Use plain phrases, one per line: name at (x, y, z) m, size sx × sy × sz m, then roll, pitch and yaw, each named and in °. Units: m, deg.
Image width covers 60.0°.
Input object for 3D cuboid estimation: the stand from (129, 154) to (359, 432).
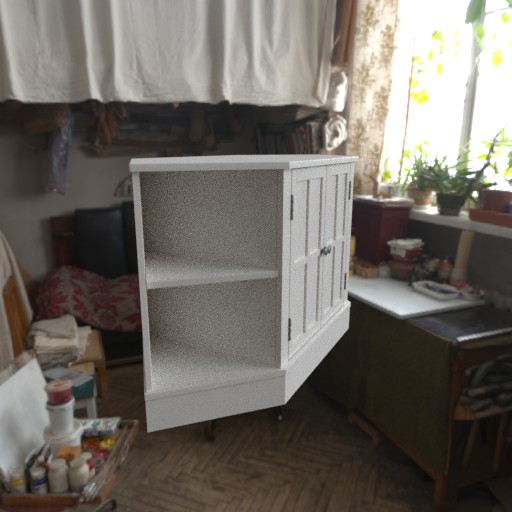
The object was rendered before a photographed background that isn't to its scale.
stand at (0.000, 0.000, 1.414) m, size 0.477 × 0.614 × 1.072 m, roll 7°, pitch 16°, yaw 27°
